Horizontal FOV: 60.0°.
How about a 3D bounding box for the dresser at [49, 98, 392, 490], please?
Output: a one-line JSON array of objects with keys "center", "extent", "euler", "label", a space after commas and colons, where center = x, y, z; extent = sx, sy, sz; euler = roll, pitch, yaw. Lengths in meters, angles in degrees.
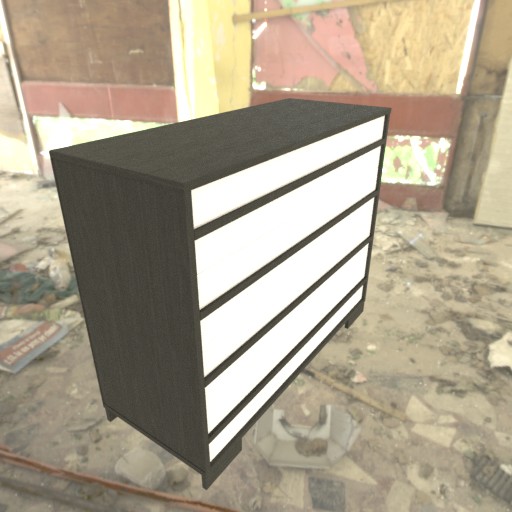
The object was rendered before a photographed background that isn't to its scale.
[{"center": [0.000, 0.000, 1.409], "extent": [0.404, 0.816, 0.994], "euler": [18, 32, 31], "label": "dresser"}]
